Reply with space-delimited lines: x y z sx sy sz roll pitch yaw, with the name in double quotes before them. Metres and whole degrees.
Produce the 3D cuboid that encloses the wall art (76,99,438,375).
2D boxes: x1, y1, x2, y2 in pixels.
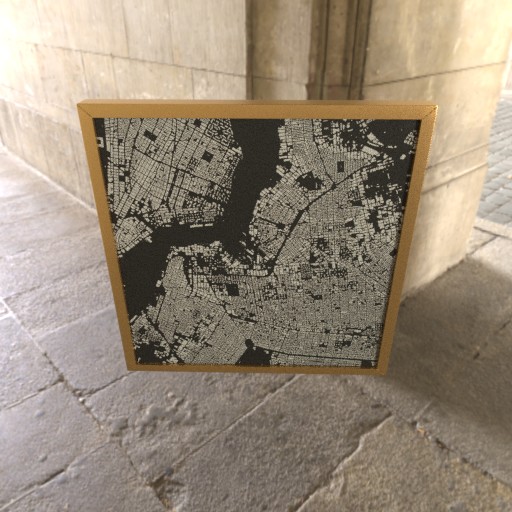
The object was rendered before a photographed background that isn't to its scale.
"wall art" 0.000 0.000 0.458 0.305 0.305 0.023 1 29 1
